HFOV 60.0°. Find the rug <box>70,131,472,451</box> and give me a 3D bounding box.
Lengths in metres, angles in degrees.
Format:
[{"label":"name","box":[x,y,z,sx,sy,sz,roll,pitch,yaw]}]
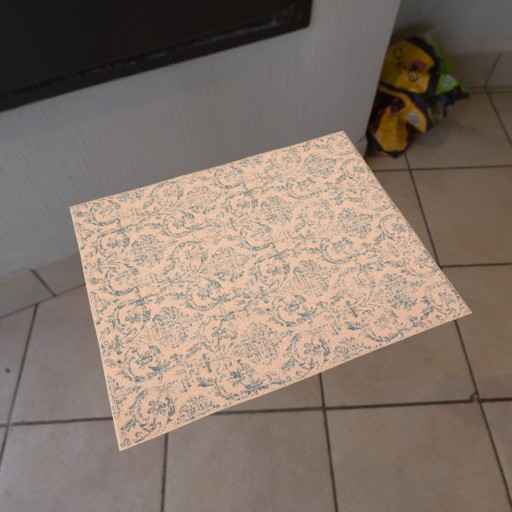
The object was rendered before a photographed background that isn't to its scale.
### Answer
[{"label":"rug","box":[0.000,0.000,4.019,2.980,0.012,2.363,-18,59,-11]}]
